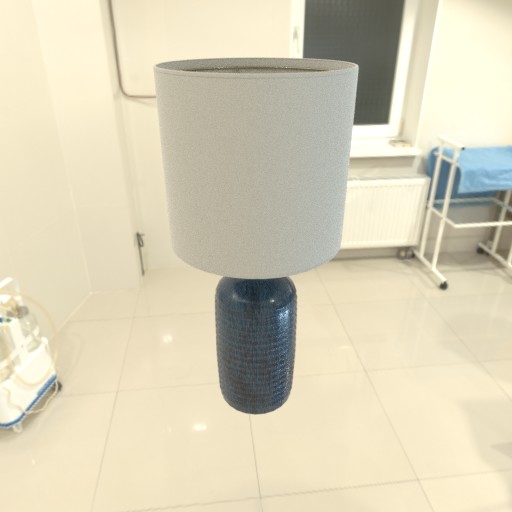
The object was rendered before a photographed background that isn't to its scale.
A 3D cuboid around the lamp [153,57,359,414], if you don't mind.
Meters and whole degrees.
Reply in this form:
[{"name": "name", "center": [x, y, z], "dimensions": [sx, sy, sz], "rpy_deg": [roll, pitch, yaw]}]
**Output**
[{"name": "lamp", "center": [0.000, 0.000, 0.596], "dimensions": [0.220, 0.475, 0.220], "rpy_deg": [0, 28, 0]}]
